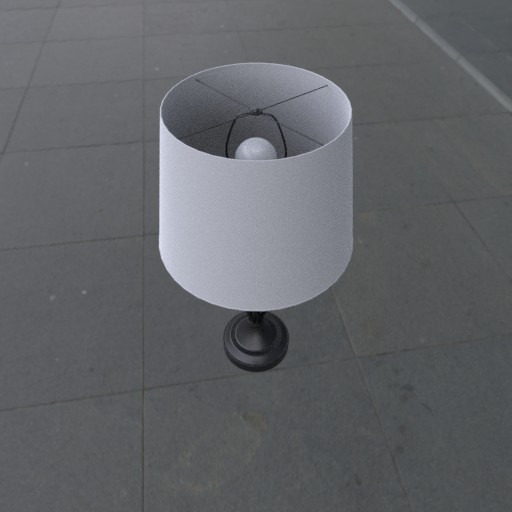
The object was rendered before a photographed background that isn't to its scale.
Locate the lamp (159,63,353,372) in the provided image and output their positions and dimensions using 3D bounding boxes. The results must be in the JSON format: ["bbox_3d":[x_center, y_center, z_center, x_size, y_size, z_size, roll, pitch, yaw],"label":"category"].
[{"bbox_3d":[0.000,0.000,0.806,0.331,0.594,0.331,0,48,0],"label":"lamp"}]
